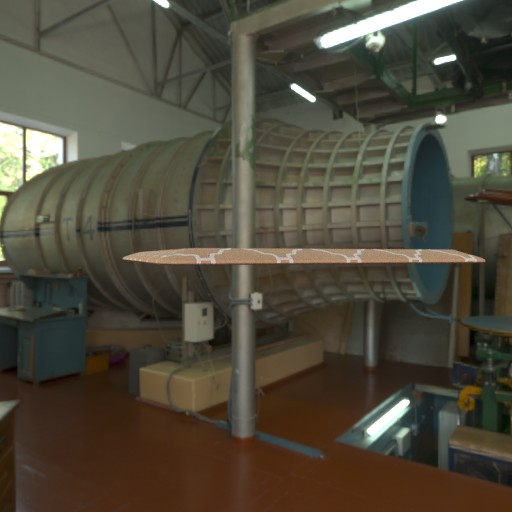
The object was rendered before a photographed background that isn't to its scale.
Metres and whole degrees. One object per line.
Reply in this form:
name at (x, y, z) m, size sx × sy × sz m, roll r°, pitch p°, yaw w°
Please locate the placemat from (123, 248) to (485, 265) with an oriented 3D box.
placemat at (0.000, 0.000, 0.950) m, size 0.508 × 0.021 × 0.762 m, roll 0°, pitch 0°, yaw -20°
